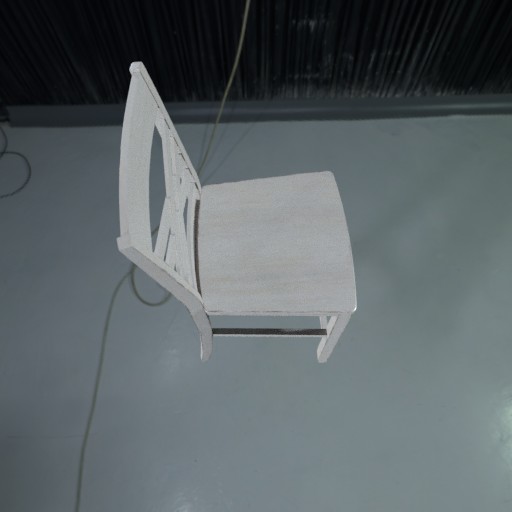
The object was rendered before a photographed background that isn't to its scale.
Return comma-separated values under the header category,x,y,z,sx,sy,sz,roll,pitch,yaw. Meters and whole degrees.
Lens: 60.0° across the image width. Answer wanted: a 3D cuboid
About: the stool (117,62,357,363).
category,x,y,z,sx,sy,sz,roll,pitch,yaw
stool,0.000,0.000,1.359,0.539,1.079,0.462,-4,64,-2
